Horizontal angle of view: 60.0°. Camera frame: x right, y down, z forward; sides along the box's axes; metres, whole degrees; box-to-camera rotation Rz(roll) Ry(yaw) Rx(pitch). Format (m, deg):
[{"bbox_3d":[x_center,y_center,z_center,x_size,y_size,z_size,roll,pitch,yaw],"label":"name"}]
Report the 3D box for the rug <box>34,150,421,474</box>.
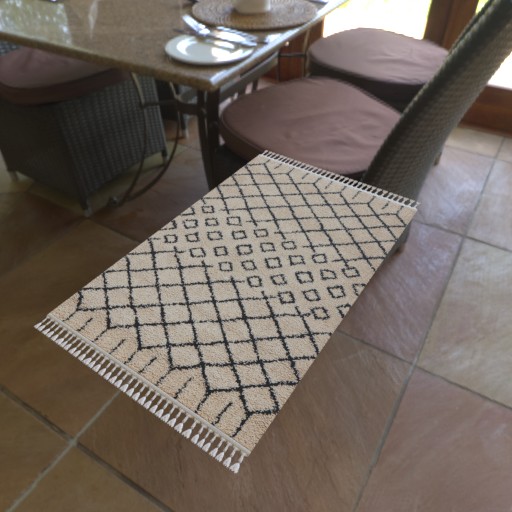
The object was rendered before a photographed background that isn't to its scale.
[{"bbox_3d":[0.000,0.000,2.461,1.196,0.008,2.006,25,48,24],"label":"rug"}]
